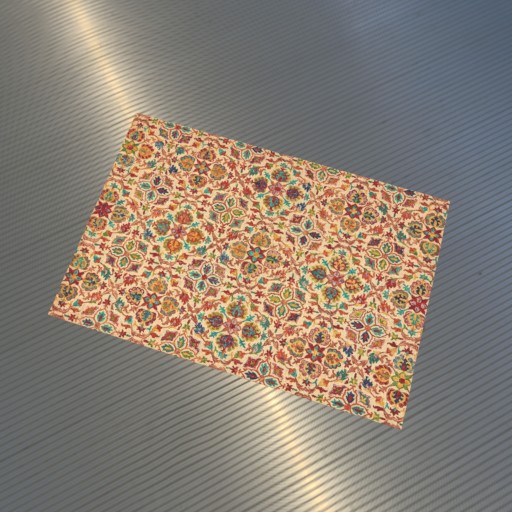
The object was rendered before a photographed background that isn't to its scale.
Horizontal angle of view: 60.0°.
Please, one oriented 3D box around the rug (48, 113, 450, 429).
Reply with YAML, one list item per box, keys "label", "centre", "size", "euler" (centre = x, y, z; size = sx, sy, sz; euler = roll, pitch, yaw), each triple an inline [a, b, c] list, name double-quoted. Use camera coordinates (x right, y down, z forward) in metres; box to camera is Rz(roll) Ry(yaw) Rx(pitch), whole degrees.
- label: "rug"
  centre: [0.000, 0.000, 2.338]
  size: [1.838, 0.013, 1.226]
  euler: [17, 75, 5]
